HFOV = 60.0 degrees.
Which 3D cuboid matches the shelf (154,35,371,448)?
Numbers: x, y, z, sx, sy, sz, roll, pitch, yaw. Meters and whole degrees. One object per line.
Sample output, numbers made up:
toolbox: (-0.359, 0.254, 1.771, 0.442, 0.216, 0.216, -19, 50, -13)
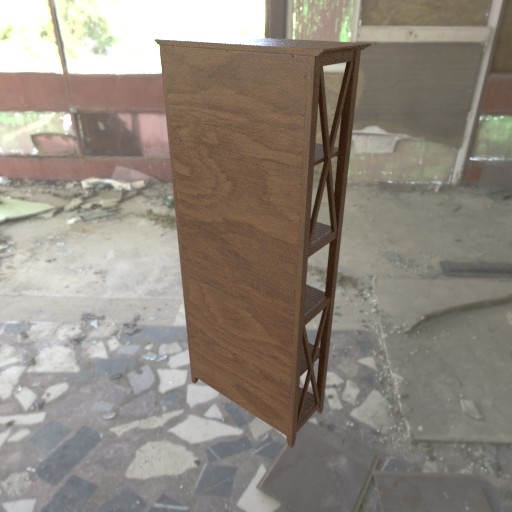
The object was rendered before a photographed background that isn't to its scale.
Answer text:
shelf: (0.000, 0.000, 2.178, 0.805, 1.905, 0.335, 22, 36, 33)
